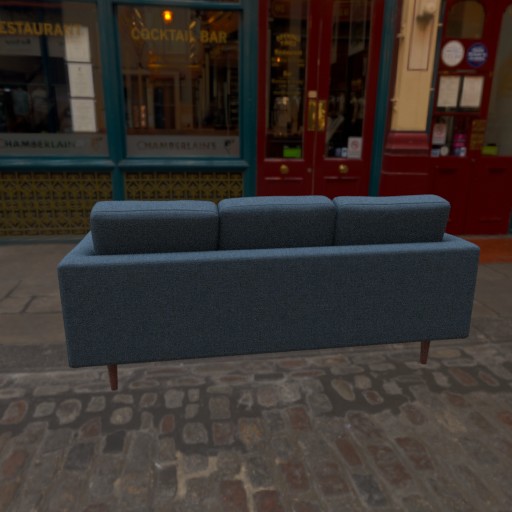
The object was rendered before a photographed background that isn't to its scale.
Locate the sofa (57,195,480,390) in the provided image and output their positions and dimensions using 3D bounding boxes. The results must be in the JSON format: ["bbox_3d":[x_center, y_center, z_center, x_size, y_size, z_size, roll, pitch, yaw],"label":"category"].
[{"bbox_3d":[0.000,0.000,2.941,2.055,0.957,1.667,-2,16,-9],"label":"sofa"}]
